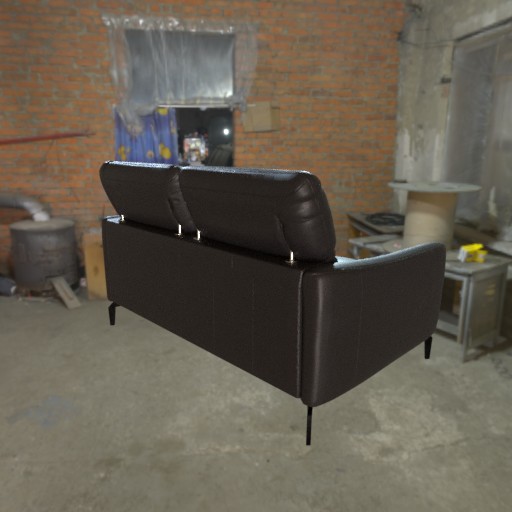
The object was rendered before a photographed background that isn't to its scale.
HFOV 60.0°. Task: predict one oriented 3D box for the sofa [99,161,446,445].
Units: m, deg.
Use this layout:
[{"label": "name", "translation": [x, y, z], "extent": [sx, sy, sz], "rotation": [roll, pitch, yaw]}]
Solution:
[{"label": "sofa", "translation": [0.000, 0.000, 2.220], "extent": [0.958, 0.920, 1.596], "rotation": [-13, 19, -42]}]
